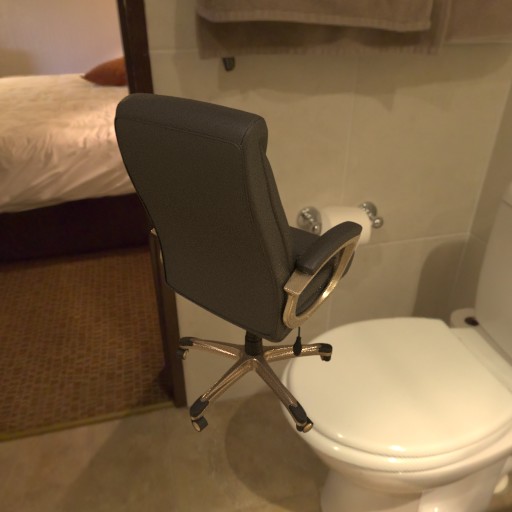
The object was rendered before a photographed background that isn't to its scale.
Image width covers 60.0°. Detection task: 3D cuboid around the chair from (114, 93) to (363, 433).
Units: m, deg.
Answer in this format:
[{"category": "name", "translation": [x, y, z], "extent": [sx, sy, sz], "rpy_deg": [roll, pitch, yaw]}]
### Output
[{"category": "chair", "translation": [0.000, 0.000, 1.626], "extent": [0.694, 1.188, 0.748], "rpy_deg": [22, 37, 32]}]
